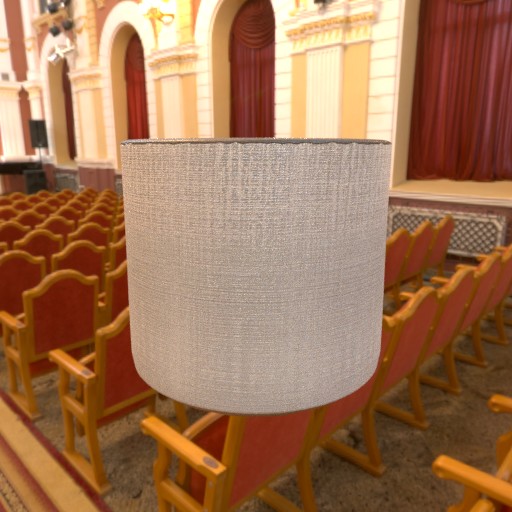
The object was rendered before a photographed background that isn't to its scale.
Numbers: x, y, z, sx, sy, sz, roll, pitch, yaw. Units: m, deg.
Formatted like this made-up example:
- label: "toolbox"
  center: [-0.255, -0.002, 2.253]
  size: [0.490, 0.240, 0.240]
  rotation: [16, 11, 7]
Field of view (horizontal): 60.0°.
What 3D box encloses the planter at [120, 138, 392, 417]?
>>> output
- label: "planter"
  center: [0.000, 0.000, 0.222]
  size: [0.125, 0.112, 0.125]
  rotation: [0, 14, 0]
